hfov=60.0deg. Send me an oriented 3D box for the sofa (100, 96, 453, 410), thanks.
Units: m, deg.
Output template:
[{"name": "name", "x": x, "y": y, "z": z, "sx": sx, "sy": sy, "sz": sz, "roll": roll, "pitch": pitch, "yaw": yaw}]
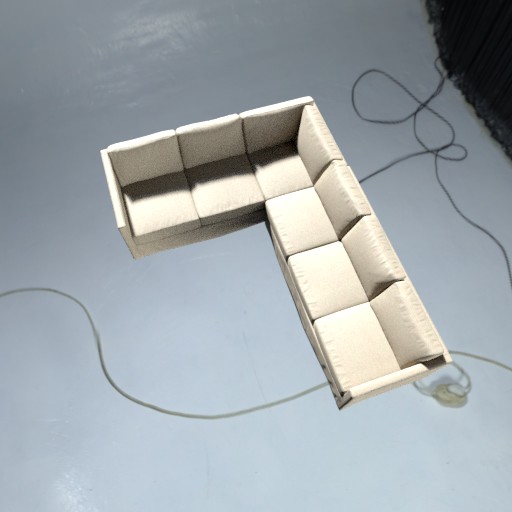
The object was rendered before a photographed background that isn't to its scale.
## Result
[{"name": "sofa", "x": 0.000, "y": 0.000, "z": 4.412, "sx": 2.432, "sy": 0.871, "sz": 3.182, "roll": -17, "pitch": 65, "yaw": -8}]
